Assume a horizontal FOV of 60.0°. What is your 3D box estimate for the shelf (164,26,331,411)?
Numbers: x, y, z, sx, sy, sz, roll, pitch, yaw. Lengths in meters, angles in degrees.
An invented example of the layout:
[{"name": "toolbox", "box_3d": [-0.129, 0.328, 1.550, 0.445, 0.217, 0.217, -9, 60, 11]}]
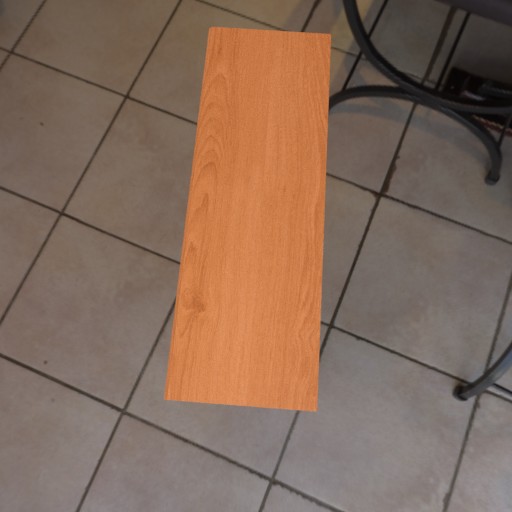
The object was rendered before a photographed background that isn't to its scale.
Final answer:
[{"name": "shelf", "box_3d": [0.000, 0.000, 1.408, 0.291, 0.980, 0.840, 4, 75, 1]}]
